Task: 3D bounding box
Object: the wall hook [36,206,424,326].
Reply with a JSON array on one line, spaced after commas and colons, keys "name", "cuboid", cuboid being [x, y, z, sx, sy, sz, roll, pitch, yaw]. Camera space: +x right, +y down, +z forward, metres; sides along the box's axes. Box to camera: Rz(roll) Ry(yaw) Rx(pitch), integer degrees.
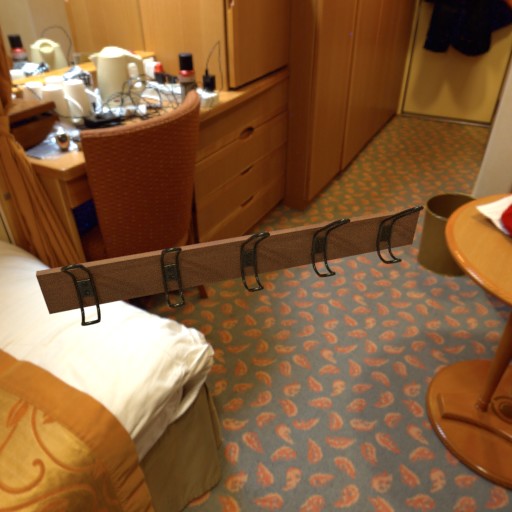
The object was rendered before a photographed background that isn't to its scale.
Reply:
[{"name": "wall hook", "cuboid": [0.000, 0.000, 0.602, 0.554, 0.116, 0.076, -10, 36, -15]}]
